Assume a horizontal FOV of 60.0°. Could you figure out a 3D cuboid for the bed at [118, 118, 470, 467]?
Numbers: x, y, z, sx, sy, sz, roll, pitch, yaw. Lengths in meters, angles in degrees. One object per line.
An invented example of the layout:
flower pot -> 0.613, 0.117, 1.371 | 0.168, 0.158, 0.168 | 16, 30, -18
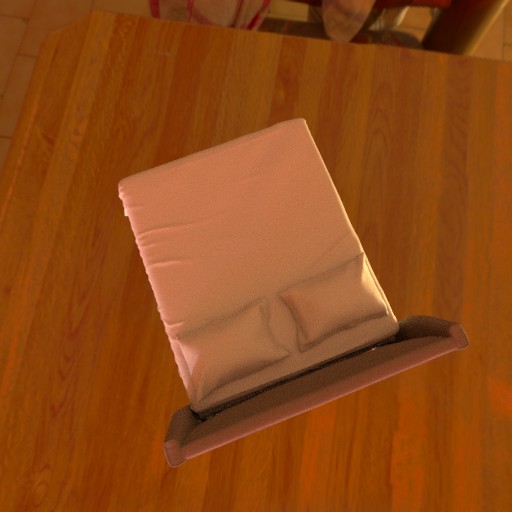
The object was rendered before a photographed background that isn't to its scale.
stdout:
bed -> 0.000, 0.000, 3.449 | 1.925, 1.332, 2.276 | -20, 77, -5
